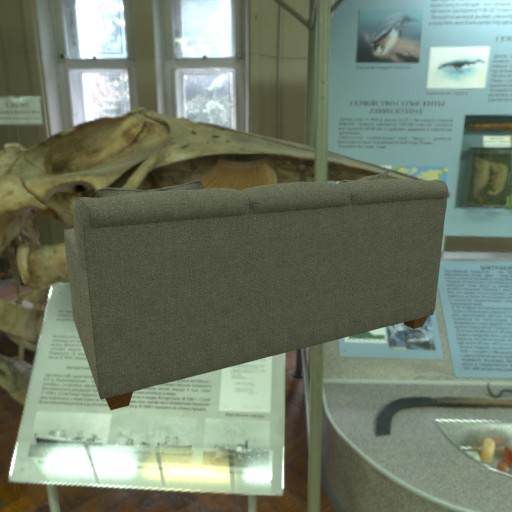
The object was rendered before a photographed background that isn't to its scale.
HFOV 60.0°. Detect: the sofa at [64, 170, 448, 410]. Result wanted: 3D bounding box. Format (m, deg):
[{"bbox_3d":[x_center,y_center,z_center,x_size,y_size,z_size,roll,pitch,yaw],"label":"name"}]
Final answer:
[{"bbox_3d":[0.000,0.000,2.613,2.024,0.958,0.997,-8,17,-27],"label":"sofa"}]
